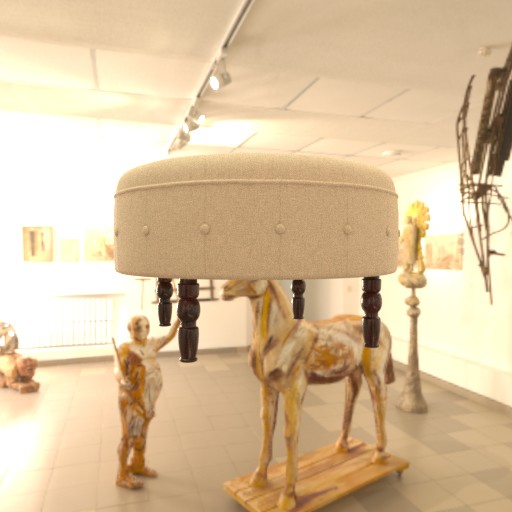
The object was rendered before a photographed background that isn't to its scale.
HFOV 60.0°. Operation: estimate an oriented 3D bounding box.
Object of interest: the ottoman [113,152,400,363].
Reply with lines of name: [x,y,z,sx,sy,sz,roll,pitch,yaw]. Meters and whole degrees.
ottoman: [0.000,0.000,1.385,0.848,0.494,0.848,0,1,0]
